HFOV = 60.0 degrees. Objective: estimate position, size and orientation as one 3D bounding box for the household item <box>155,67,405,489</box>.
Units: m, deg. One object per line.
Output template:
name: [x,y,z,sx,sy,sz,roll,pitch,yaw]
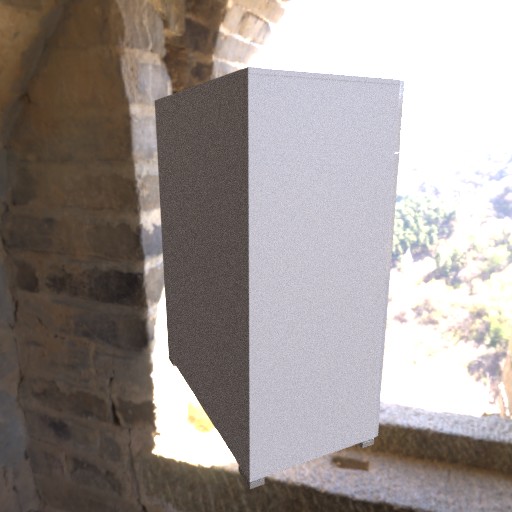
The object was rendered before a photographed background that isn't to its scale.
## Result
household item: [0.000,0.000,1.447,0.420,1.010,0.790,-7,16,-25]
